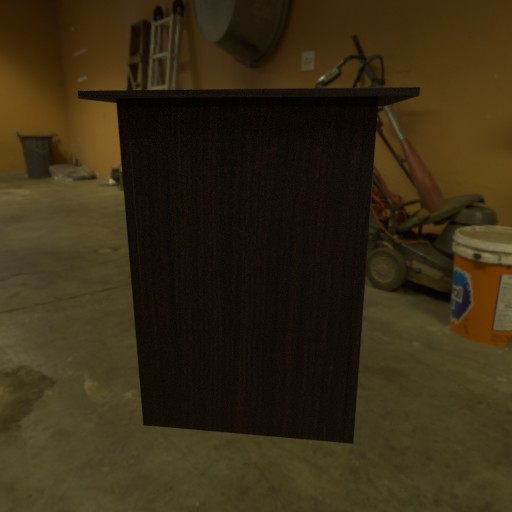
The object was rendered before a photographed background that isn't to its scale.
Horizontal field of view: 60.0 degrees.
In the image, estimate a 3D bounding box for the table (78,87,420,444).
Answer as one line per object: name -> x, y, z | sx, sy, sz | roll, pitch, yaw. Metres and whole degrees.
table -> 0.000, 0.000, 1.049 | 0.591, 0.711, 0.406 | 2, 16, 7
